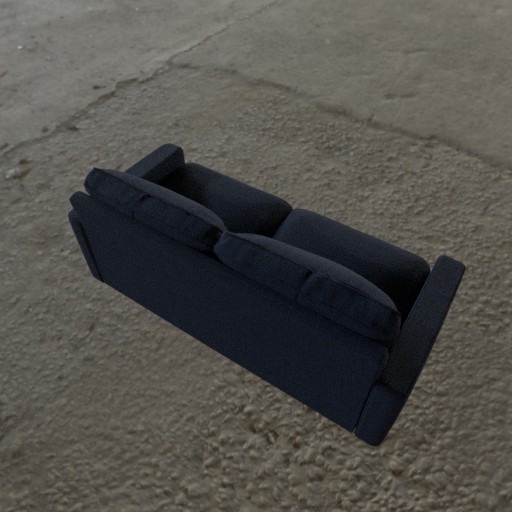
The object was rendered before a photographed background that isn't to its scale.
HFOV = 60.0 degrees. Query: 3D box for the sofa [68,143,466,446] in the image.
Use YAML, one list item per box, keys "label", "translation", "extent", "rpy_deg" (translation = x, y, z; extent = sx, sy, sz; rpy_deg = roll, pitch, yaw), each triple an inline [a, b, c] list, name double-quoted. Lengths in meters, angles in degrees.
- label: "sofa"
  translation: [0.000, 0.000, 2.541]
  extent: [2.080, 0.919, 0.940]
  rpy_deg: [26, 53, 22]
